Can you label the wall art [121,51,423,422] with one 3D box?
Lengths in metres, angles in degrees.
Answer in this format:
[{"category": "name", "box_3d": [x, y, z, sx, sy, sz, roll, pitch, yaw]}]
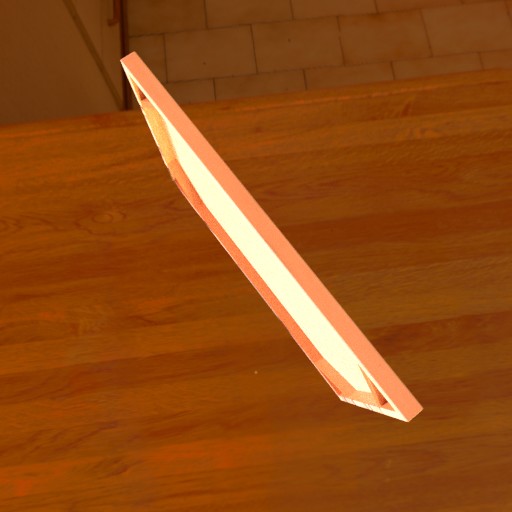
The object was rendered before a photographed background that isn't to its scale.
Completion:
[{"category": "wall art", "box_3d": [0.000, 0.000, 1.150, 0.039, 0.609, 0.914, -36, 78, -9]}]
